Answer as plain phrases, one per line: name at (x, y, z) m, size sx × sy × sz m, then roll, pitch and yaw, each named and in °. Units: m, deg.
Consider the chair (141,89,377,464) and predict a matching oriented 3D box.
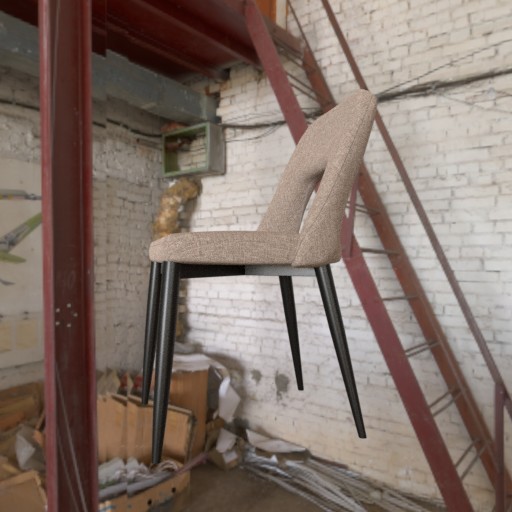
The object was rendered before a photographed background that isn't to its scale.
chair at (0.000, 0.000, 1.266) m, size 0.612 × 0.931 × 0.470 m, roll 0°, pitch 0°, yaw -17°
